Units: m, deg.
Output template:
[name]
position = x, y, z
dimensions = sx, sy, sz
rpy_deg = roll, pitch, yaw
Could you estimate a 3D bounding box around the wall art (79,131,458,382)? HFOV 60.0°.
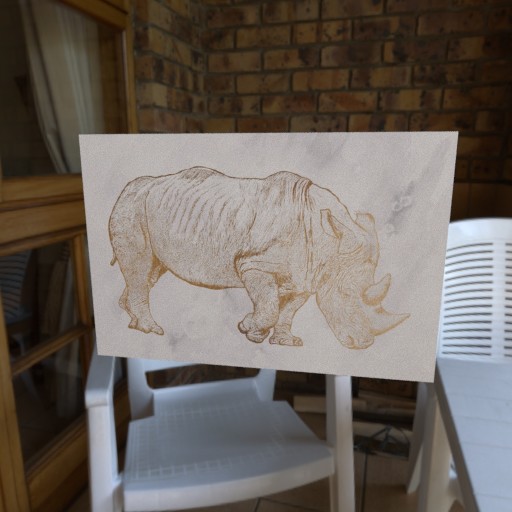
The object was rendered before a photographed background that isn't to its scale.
[wall art]
position = 0.000, 0.000, 1.145
dimensions = 0.915, 0.610, 0.038
rpy_deg = 2, 13, 10
